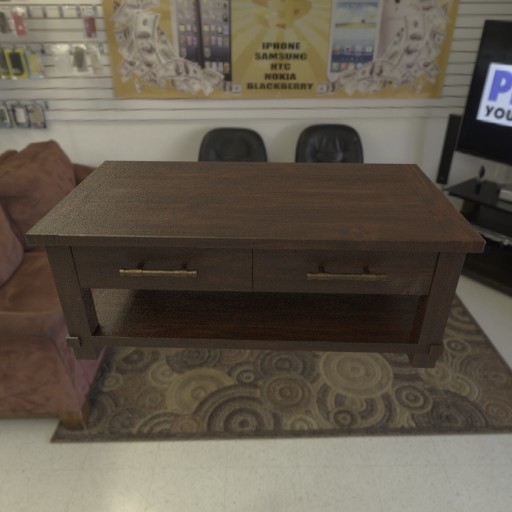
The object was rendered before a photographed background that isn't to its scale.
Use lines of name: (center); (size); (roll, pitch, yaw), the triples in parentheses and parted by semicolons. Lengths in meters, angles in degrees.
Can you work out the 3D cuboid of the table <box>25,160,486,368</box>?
table: (0.000, 0.000, 1.628); (1.270, 0.494, 0.700); (1, 29, 2)
